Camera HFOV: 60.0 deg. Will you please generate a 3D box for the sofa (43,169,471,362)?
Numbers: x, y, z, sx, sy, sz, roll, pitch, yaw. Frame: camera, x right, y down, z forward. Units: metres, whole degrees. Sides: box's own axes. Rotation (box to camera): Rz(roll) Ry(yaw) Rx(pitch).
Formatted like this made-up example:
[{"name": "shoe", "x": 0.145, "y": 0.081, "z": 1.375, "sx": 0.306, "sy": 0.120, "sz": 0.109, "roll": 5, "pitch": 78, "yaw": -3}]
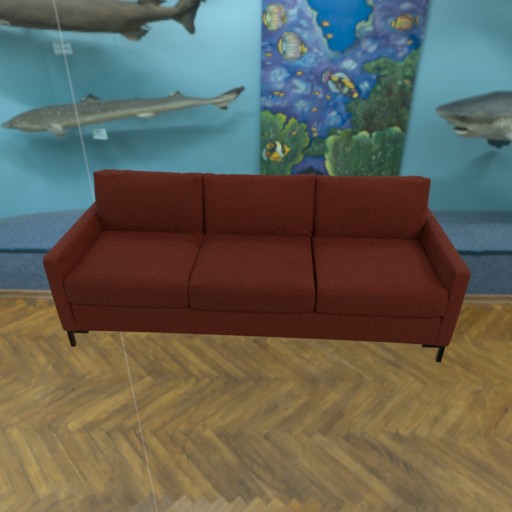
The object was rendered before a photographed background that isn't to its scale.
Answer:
[{"name": "sofa", "x": 0.000, "y": 0.000, "z": 2.719, "sx": 2.252, "sy": 0.879, "sz": 0.875, "roll": 2, "pitch": 31, "yaw": 3}]
